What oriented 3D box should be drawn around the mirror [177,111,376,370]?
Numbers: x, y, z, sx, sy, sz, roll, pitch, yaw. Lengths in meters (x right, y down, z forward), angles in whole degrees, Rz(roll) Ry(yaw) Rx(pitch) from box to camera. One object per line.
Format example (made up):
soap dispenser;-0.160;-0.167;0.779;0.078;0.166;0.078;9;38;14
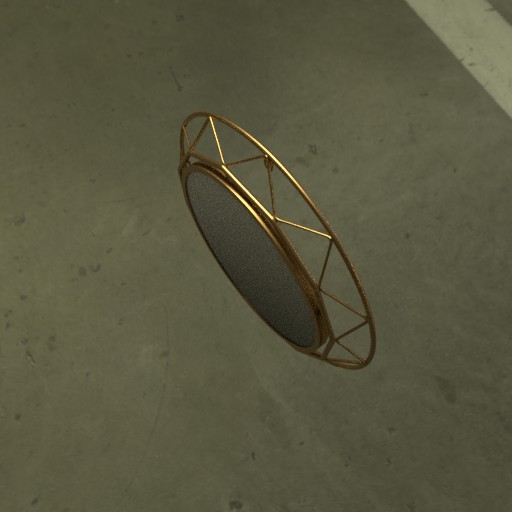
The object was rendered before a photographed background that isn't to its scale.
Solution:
mirror;0.000;0.000;0.685;0.043;0.454;0.454;-35;68;-17
